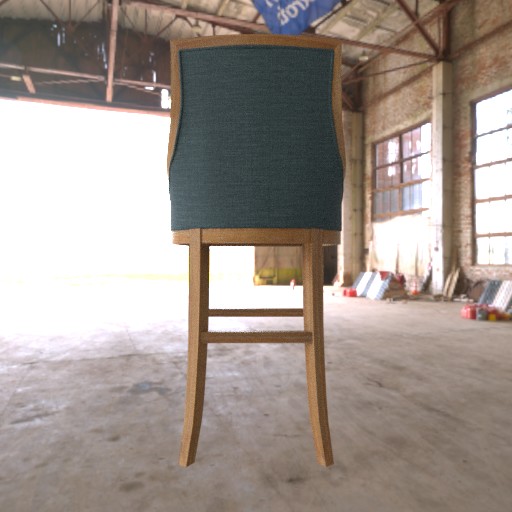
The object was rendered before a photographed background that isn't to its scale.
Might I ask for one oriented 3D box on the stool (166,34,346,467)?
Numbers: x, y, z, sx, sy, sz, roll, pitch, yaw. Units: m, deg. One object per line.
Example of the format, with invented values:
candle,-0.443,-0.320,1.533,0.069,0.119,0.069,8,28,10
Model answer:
stool,0.000,0.000,1.403,0.524,1.101,0.626,0,0,0
